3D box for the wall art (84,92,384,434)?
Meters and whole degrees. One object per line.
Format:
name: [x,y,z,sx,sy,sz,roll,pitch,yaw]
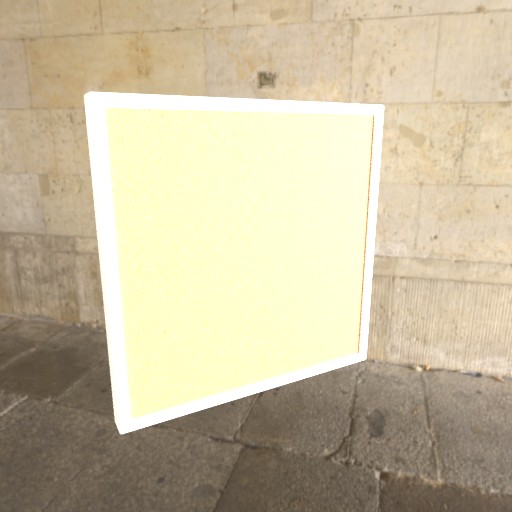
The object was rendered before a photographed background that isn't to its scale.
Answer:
wall art: [0.000,0.000,0.764,0.508,0.508,0.038,-8,17,-28]
